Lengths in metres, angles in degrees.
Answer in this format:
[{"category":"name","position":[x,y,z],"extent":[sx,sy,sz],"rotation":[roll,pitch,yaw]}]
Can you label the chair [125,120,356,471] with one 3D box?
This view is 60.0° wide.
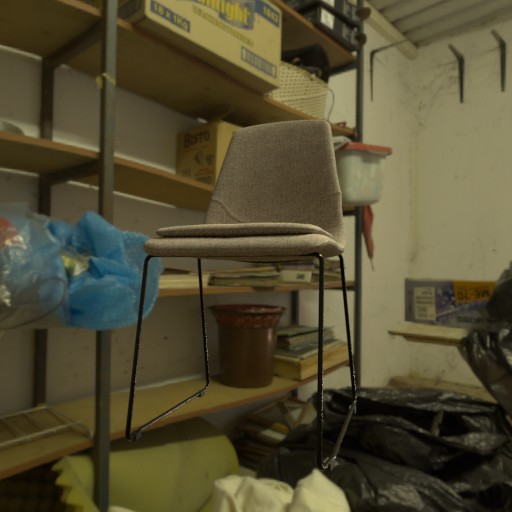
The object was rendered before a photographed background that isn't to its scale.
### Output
[{"category":"chair","position":[0.000,0.000,1.166],"extent":[0.479,0.858,0.518],"rotation":[0,-1,19]}]
